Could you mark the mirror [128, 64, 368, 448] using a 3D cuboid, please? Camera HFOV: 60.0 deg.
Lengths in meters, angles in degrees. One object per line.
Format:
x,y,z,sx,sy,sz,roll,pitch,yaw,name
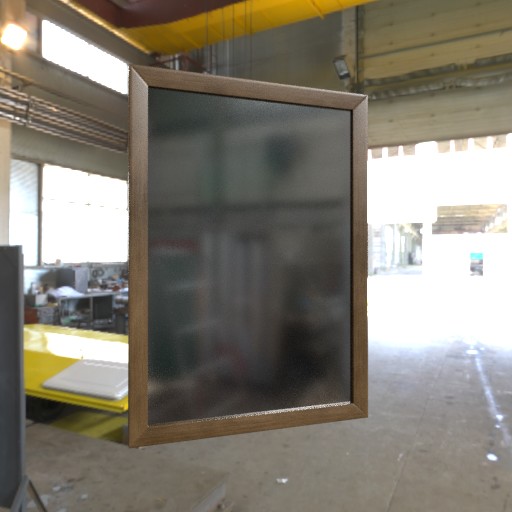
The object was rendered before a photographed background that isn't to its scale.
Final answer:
0.000,0.000,0.916,0.507,0.710,0.040,0,0,-18,mirror
